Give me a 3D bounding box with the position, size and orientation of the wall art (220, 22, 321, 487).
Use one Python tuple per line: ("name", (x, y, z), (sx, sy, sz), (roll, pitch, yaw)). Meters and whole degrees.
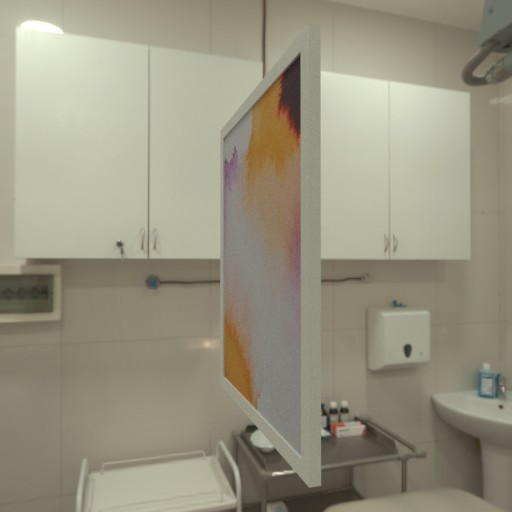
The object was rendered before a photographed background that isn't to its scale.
("wall art", (0.000, 0.000, 0.618), (0.013, 0.456, 0.382), (0, -1, -18))
